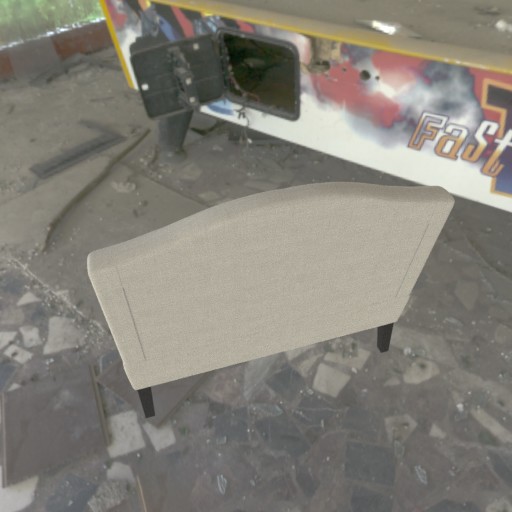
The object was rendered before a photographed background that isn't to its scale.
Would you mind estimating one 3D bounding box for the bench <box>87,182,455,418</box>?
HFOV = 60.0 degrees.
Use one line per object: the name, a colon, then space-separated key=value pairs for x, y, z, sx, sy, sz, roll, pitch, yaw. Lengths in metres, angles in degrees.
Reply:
bench: x=0.000 y=0.000 z=2.074 sx=1.335 sy=1.180 sz=0.815 roll=-12 pitch=44 yaw=-13
